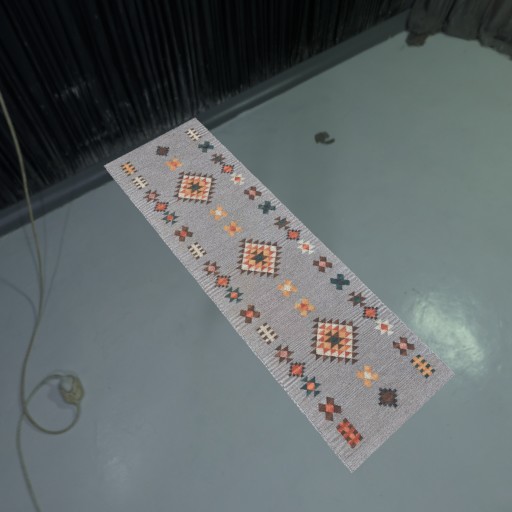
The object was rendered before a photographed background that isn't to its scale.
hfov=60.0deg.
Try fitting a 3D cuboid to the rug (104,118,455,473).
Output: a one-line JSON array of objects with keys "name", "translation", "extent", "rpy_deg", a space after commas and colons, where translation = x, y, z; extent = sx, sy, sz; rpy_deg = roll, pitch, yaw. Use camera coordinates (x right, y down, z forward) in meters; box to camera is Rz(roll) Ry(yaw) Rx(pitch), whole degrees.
[{"name": "rug", "translation": [0.000, 0.000, 2.700], "extent": [0.766, 0.008, 2.432], "rpy_deg": [-34, 65, -18]}]
